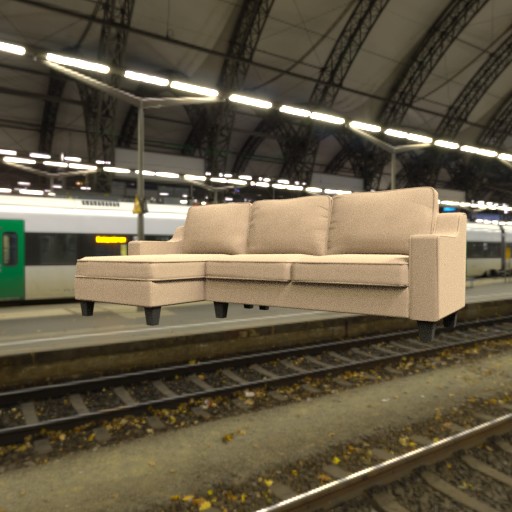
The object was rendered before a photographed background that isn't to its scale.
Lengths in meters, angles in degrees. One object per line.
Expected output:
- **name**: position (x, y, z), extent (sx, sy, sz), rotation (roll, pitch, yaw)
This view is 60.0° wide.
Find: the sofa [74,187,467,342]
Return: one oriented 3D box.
- **sofa**: position (0.000, 0.000, 3.193), extent (2.561, 0.928, 1.294), rotation (0, 1, 36)
